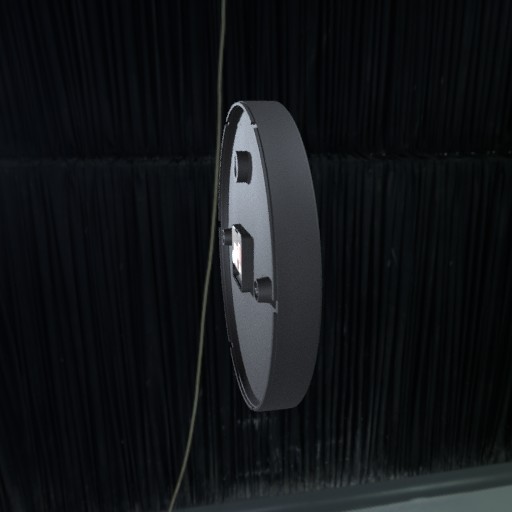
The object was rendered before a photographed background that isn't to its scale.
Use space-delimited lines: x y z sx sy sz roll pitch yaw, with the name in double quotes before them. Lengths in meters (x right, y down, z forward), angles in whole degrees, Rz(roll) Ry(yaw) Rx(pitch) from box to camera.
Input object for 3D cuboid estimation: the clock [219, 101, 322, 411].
"clock" 0.000 0.000 0.444 0.040 0.293 0.293 -3 16 -11
